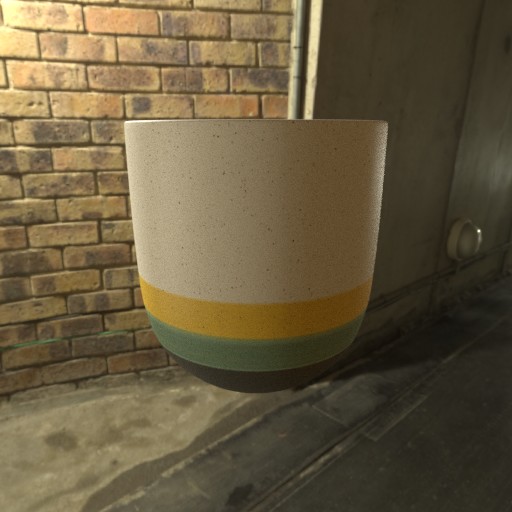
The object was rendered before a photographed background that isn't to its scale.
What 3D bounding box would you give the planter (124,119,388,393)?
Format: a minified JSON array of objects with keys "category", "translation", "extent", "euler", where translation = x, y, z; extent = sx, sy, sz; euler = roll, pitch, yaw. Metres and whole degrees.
[{"category":"planter","translation":[0.000,0.000,0.369],"extent":[0.195,0.214,0.195],"euler":[0,16,0]}]
